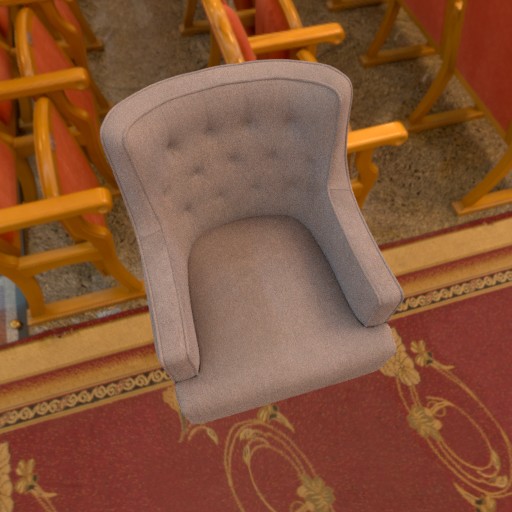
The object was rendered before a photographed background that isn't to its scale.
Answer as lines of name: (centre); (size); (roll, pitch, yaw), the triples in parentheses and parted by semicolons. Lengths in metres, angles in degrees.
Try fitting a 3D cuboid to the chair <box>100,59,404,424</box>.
chair: (0.000, 0.000, 1.565); (0.781, 0.919, 0.910); (-14, 63, -8)
